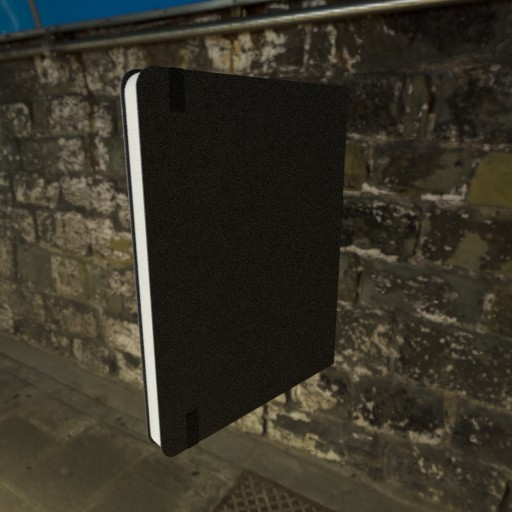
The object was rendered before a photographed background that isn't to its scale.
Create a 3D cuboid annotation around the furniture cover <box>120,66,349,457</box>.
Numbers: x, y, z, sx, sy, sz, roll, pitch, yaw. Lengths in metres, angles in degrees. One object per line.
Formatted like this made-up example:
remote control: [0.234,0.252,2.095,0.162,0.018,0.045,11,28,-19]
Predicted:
furniture cover: [0.000,0.000,0.376,0.216,0.281,0.023,-15,22,-42]
